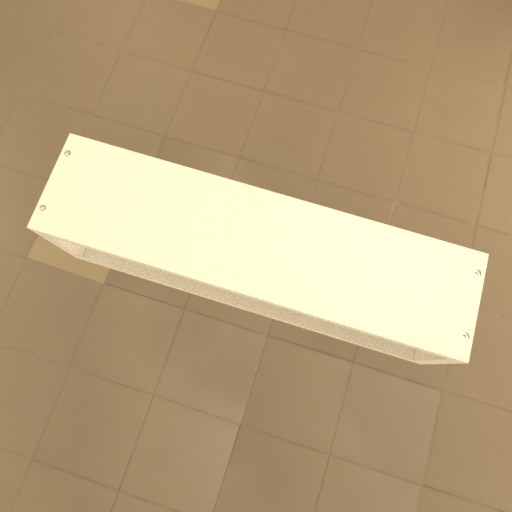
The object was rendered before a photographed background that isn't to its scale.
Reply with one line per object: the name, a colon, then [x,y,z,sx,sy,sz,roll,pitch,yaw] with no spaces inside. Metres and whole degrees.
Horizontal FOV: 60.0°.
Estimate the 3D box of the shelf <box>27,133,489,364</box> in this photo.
shelf: [0.000,0.000,0.683,0.610,0.170,0.150,17,76,4]
